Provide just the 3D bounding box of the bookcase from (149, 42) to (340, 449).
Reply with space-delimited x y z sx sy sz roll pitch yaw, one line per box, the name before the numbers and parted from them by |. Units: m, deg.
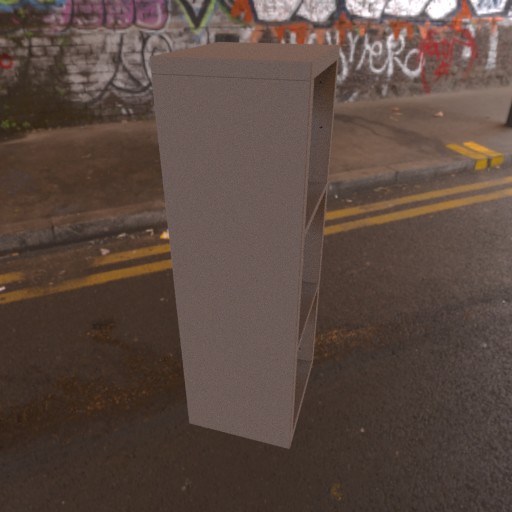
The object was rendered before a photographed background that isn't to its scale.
bookcase | 0.000 0.000 1.277 0.330 1.080 0.390 8 31 14
